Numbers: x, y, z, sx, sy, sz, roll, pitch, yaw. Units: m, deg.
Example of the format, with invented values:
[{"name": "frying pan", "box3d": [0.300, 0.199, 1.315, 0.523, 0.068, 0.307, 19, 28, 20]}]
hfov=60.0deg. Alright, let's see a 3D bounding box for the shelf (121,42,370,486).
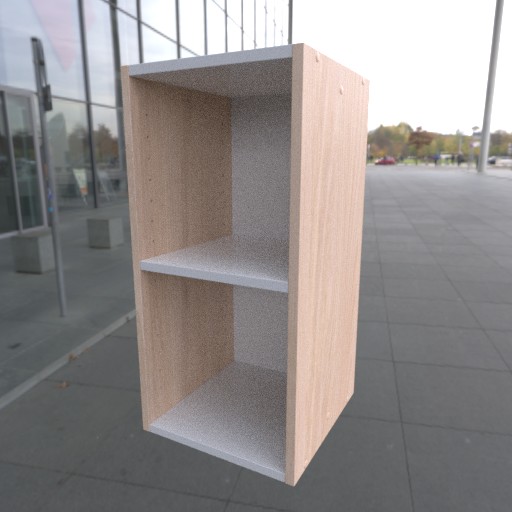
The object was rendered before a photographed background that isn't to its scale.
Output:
[{"name": "shelf", "box3d": [0.000, 0.000, 0.769, 0.290, 0.594, 0.297, 7, 14, 28]}]
